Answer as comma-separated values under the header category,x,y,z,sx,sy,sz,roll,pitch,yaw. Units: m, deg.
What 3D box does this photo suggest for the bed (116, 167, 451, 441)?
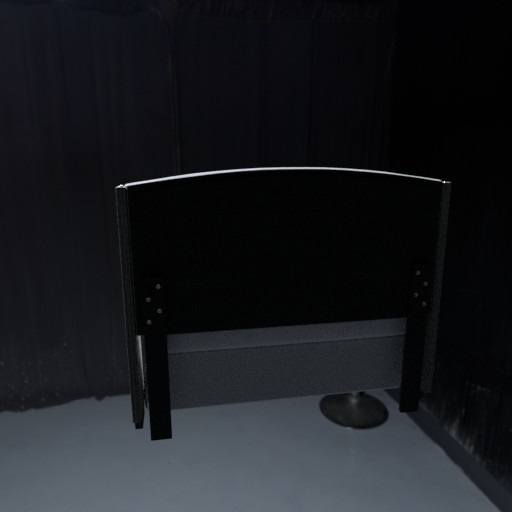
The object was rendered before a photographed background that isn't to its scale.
category,x,y,z,sx,sy,sz,roll,pitch,yaw
bed,0.000,0.000,3.373,1.710,1.407,2.237,-2,14,-10
